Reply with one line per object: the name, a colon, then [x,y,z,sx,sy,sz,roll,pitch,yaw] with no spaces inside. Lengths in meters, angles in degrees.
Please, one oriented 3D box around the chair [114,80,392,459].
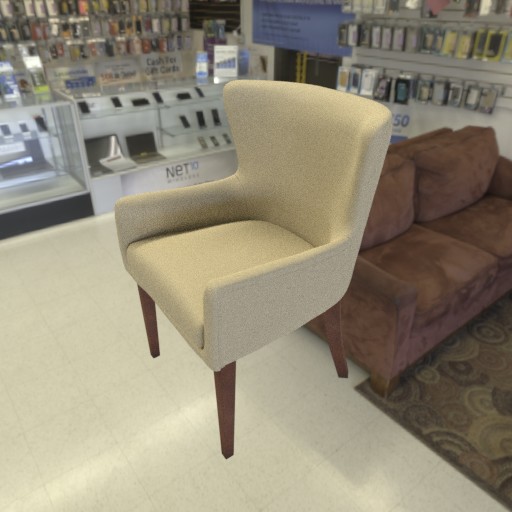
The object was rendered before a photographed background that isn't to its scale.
chair: [0.000,0.000,1.415,0.686,0.952,0.660,-20,37,-30]
